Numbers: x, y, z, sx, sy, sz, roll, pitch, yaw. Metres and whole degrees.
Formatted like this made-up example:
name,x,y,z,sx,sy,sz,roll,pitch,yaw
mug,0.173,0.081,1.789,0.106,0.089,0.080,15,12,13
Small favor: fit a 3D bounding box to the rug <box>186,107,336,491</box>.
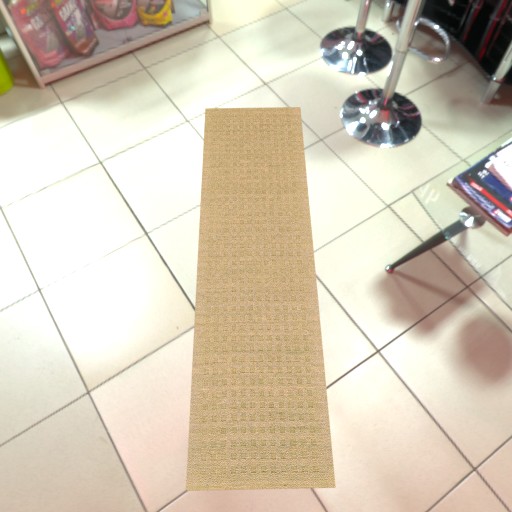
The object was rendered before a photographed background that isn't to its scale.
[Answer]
name,x,y,z,sx,sy,sz,roll,pitch,yaw
rug,0.000,0.000,2.617,0.686,0.006,2.437,-1,61,-1
